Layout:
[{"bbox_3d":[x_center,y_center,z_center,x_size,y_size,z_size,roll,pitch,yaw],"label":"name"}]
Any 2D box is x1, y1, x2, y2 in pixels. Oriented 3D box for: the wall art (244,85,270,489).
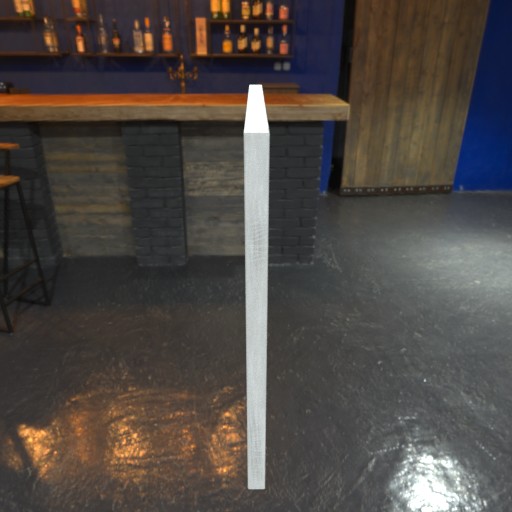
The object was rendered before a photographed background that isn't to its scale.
[{"bbox_3d":[0.000,0.000,0.454,0.015,0.303,0.303,0,26,0],"label":"wall art"}]
